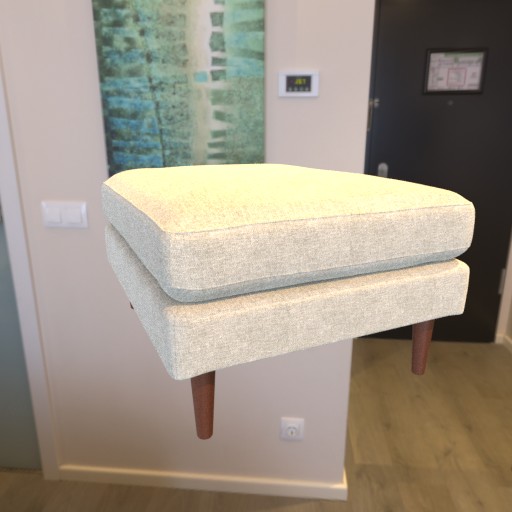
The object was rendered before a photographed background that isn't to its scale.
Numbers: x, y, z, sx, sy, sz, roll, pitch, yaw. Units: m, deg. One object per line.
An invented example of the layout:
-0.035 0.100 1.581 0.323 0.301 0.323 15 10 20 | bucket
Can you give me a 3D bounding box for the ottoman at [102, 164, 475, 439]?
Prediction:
0.000 0.000 1.208 0.693 0.474 0.821 -7 17 -24 | ottoman
